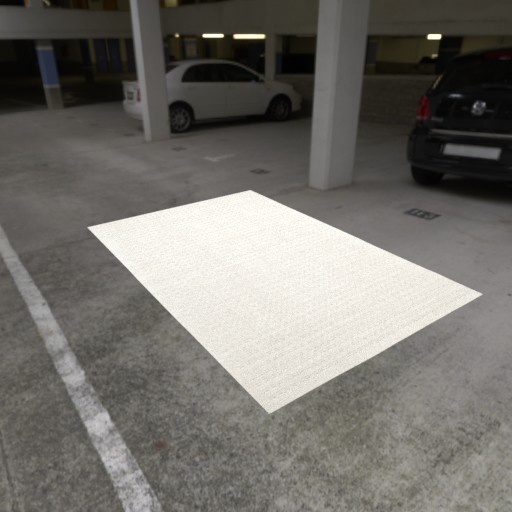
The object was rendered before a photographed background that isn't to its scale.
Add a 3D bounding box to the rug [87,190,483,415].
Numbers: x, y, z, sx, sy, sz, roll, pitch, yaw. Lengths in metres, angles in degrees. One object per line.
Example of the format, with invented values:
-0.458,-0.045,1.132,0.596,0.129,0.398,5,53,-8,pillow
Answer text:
0.000,0.000,2.940,1.523,0.006,2.289,-18,32,-32,rug
